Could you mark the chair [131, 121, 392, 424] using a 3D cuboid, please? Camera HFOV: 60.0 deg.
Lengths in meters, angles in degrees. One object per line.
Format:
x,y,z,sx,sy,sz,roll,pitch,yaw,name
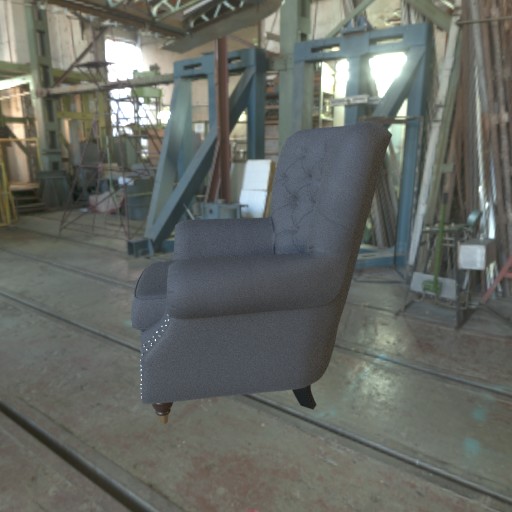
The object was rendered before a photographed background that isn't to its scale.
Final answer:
0.000,0.000,1.827,0.983,1.046,0.983,-2,14,-8,chair
